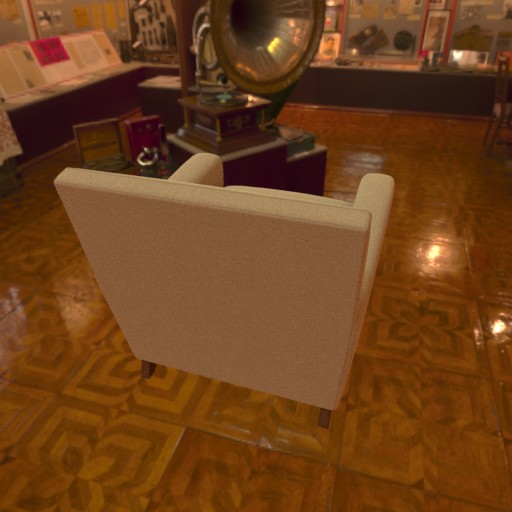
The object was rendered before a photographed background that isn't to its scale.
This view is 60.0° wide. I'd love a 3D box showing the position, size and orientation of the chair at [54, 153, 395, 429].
[{"bbox_3d":[0.000,0.000,1.552,0.840,0.846,0.871,10,34,16],"label":"chair"}]
